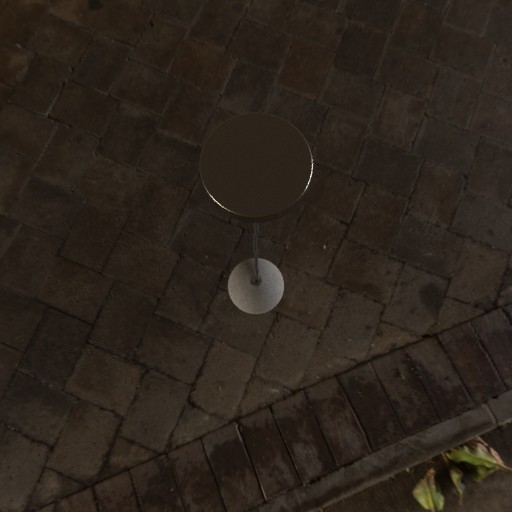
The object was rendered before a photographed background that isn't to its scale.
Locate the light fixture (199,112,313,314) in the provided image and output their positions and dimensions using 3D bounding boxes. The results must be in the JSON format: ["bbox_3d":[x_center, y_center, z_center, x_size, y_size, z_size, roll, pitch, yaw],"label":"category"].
[{"bbox_3d":[0.000,0.000,0.802,0.139,0.764,0.139,10,77,2],"label":"light fixture"}]
